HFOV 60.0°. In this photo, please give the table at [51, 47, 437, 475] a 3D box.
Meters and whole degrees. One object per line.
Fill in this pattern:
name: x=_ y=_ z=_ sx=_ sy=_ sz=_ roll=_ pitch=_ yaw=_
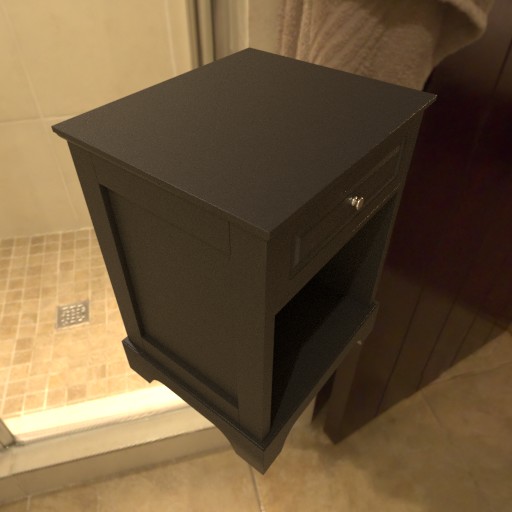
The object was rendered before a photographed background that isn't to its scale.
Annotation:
table: x=0.000 y=0.000 z=0.890 sx=0.399 sy=0.610 sz=0.460 roll=28 pitch=49 yaw=27
